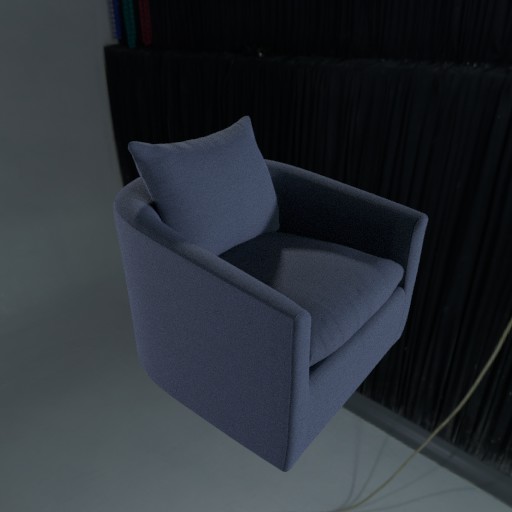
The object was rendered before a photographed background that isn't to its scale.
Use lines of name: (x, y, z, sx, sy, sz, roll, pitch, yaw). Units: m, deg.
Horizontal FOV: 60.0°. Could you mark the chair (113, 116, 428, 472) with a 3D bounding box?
chair: (0.000, 0.000, 1.592, 0.910, 0.848, 0.845, 20, 33, 34)
